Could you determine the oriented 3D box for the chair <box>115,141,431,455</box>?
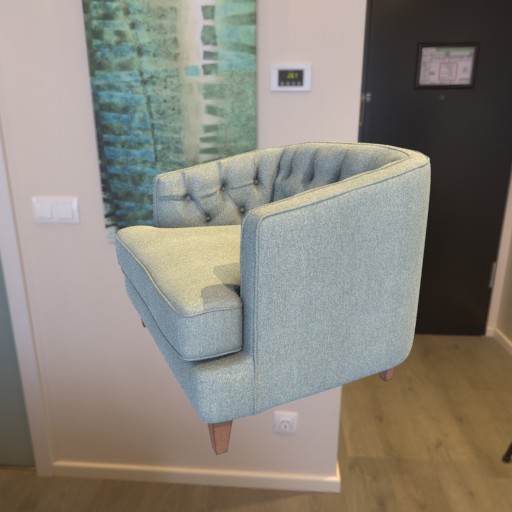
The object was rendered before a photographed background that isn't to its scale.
[{"bbox_3d":[0.000,0.000,1.741,0.945,0.852,1.094,-8,18,-25],"label":"chair"}]
